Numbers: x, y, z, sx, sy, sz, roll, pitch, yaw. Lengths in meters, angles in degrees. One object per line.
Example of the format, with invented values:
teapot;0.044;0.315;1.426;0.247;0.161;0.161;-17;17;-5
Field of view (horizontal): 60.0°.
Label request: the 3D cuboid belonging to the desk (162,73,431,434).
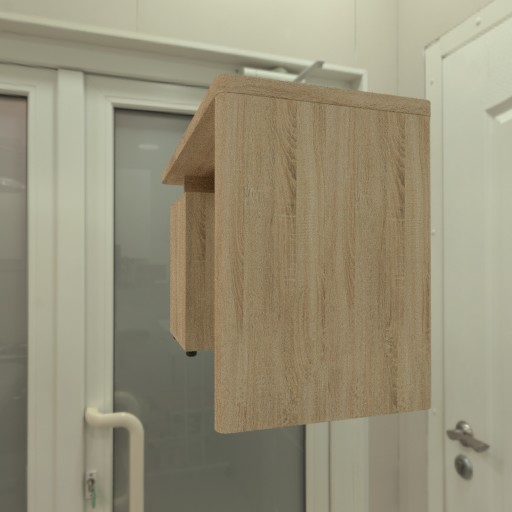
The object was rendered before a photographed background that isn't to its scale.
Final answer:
desk;0.000;0.000;1.581;0.550;0.760;1.200;0;-1;-18
